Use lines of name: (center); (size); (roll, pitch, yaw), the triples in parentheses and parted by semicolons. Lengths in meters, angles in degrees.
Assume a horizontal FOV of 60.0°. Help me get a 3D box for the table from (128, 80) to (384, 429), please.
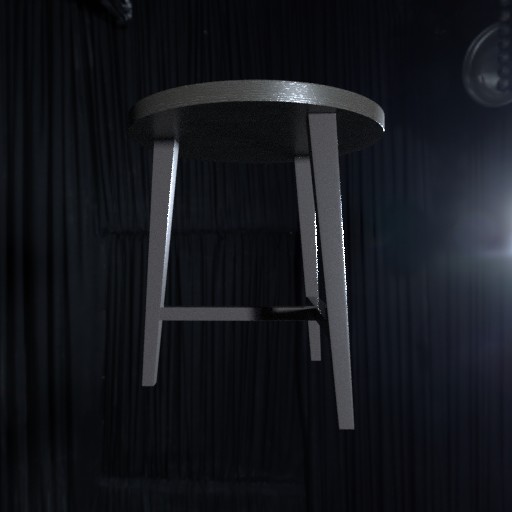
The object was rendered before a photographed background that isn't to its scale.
table: (0.000, 0.000, 0.906); (0.500, 0.531, 0.500); (0, 1, 0)
